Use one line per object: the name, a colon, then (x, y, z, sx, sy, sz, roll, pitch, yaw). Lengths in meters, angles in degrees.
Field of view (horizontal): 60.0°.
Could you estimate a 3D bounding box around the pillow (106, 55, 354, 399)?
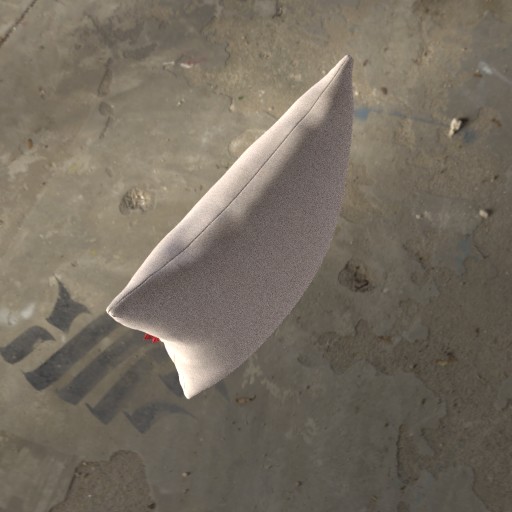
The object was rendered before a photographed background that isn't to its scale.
pillow: (0.000, 0.000, 0.681, 0.173, 0.436, 0.433, 34, 68, 15)
